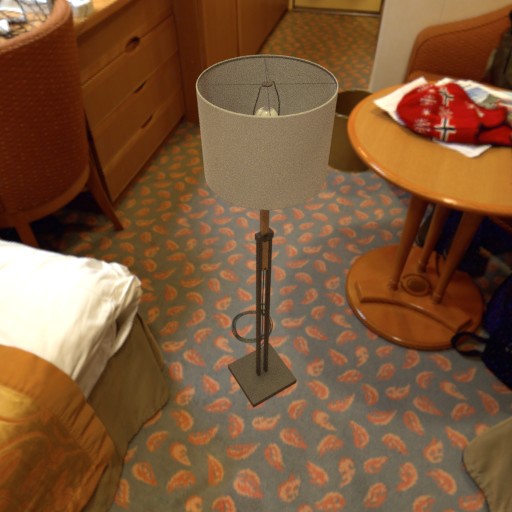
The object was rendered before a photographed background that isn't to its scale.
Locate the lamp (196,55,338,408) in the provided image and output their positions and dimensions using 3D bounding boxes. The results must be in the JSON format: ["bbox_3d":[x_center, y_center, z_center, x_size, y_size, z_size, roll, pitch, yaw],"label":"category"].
[{"bbox_3d":[0.000,0.000,1.939,0.474,1.650,0.639,-24,50,-22],"label":"lamp"}]
